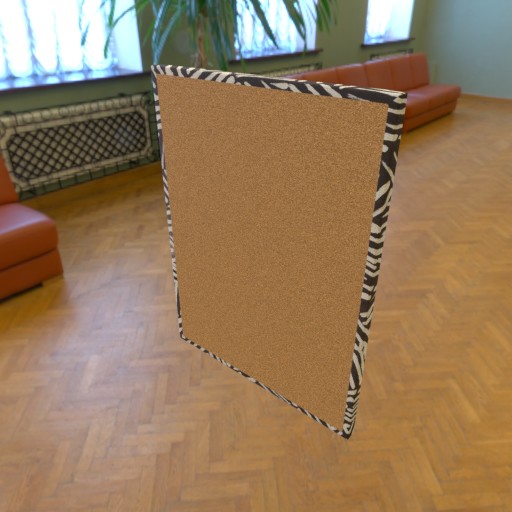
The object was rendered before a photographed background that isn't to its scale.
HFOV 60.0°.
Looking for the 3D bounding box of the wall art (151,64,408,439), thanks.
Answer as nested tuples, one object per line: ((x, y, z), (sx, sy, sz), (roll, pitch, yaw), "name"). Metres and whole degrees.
((0.000, 0.000, 1.341), (0.765, 1.017, 0.038), (22, 36, 34), "wall art")
